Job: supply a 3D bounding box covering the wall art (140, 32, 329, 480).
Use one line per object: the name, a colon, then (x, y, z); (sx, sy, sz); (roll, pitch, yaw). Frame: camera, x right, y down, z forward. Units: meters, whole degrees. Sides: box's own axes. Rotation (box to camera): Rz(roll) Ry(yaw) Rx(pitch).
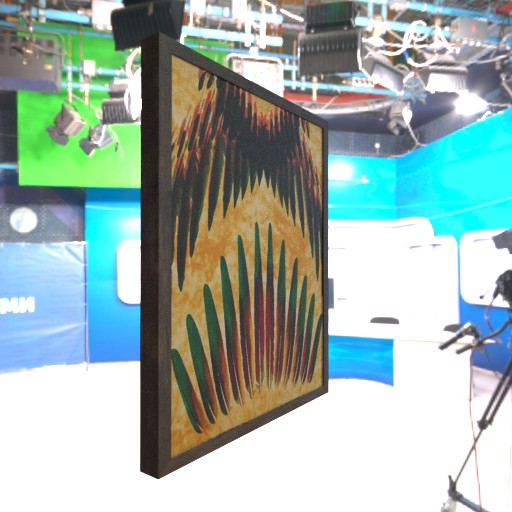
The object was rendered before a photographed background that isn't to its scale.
wall art: (0.000, 0.000, 0.541); (0.027, 0.406, 0.329); (0, -1, 37)
